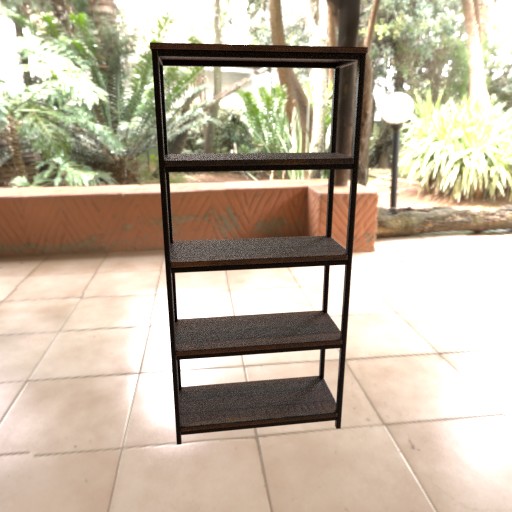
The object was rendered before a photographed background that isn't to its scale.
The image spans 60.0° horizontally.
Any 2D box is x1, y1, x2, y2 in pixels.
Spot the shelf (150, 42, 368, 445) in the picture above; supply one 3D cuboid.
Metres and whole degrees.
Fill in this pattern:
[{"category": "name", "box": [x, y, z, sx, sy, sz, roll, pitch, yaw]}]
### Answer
[{"category": "shelf", "box": [0.000, 0.000, 2.200, 0.874, 1.860, 0.359, -2, 17, -8]}]
